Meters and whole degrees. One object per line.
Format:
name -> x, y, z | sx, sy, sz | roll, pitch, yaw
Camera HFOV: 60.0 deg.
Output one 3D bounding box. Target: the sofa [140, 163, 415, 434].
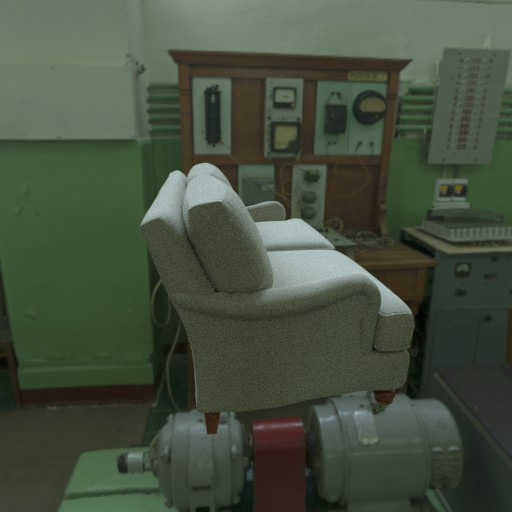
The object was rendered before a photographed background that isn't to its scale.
sofa -> 0.000, 0.000, 2.673 | 1.091, 0.997, 2.070 | -2, 16, -7
